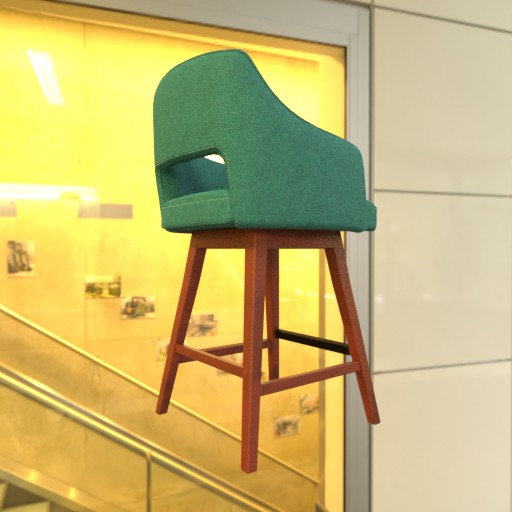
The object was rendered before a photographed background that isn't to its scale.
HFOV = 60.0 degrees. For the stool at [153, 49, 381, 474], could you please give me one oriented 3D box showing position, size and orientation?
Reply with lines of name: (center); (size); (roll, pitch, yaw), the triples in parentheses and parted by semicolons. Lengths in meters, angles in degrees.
stool: (0.000, 0.000, 1.288); (0.556, 0.961, 0.548); (-1, 1, -38)
